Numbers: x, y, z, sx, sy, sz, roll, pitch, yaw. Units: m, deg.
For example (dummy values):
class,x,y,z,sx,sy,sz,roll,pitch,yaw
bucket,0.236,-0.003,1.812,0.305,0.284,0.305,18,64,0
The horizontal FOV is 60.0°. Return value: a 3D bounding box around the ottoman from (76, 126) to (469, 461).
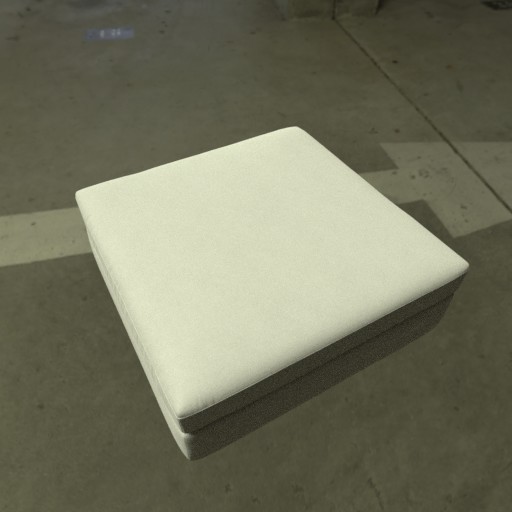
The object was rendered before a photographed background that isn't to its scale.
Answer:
class,x,y,z,sx,sy,sz,roll,pitch,yaw
ottoman,0.000,0.000,1.846,1.167,0.482,1.163,-22,50,-20
